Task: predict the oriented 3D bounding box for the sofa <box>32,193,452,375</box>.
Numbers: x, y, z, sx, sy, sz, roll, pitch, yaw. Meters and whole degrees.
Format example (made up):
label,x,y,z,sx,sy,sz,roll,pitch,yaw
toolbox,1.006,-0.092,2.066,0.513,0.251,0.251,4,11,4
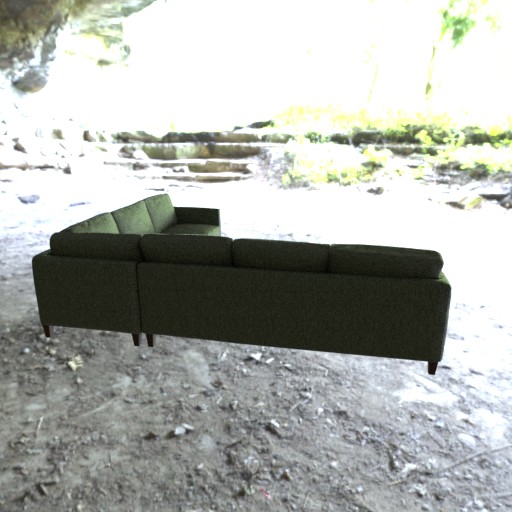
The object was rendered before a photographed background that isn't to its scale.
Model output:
label,x,y,z,sx,sy,sz,roll,pitch,yaw
sofa,0.000,0.000,4.583,3.302,0.947,2.593,3,17,11
